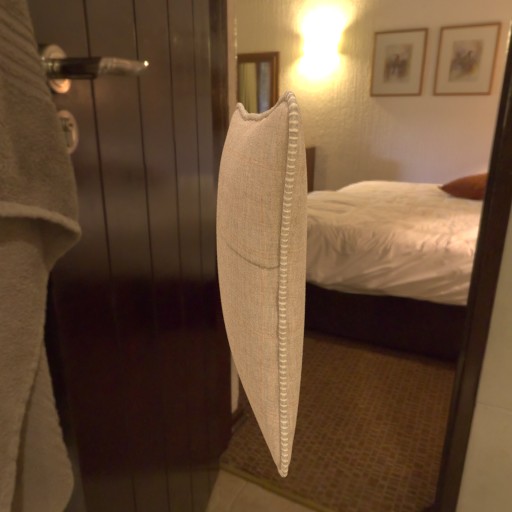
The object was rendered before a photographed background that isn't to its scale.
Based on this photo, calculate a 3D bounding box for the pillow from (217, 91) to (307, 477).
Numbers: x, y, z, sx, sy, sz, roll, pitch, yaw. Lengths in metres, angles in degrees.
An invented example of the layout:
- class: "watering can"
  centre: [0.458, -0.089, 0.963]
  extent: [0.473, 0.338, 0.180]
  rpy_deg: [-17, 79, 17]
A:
- class: "pillow"
  centre: [0.000, 0.000, 0.737]
  extent: [0.124, 0.494, 0.485]
  rpy_deg: [-3, 18, -9]
